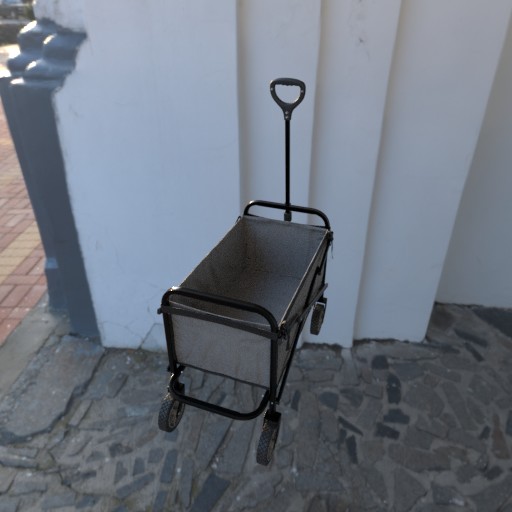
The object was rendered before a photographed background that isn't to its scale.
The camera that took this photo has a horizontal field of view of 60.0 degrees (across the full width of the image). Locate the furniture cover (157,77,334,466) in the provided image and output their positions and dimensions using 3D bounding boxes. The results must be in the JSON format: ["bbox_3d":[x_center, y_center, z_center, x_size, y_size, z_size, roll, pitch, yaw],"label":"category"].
[{"bbox_3d":[0.000,0.000,1.864,0.532,1.295,1.038,11,33,18],"label":"furniture cover"}]
